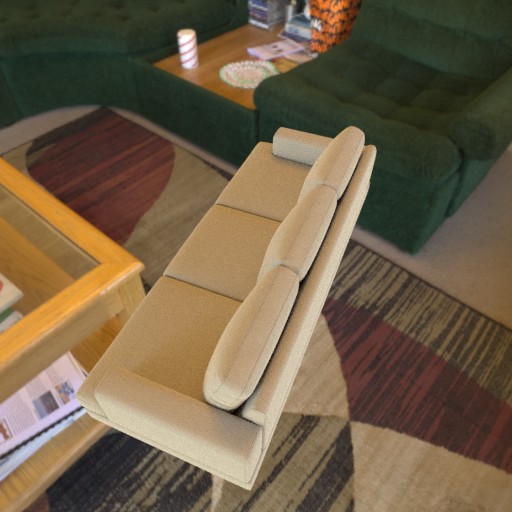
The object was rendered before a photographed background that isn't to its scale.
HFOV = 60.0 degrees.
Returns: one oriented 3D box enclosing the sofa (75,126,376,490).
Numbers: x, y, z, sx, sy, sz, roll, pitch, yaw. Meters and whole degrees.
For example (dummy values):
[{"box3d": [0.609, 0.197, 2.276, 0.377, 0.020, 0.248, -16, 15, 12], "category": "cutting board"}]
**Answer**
[{"box3d": [0.000, 0.000, 2.672, 0.920, 0.810, 2.310, 17, 50, 15], "category": "sofa"}]
